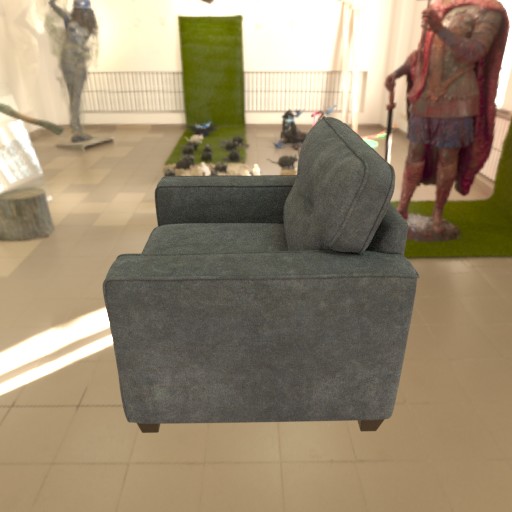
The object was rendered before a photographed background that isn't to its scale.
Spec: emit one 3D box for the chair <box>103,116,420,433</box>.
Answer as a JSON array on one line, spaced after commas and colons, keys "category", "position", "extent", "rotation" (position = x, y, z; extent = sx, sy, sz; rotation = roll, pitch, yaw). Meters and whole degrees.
[{"category": "chair", "position": [0.000, 0.000, 1.774], "extent": [0.939, 0.965, 1.015], "rotation": [-1, 27, -1]}]
